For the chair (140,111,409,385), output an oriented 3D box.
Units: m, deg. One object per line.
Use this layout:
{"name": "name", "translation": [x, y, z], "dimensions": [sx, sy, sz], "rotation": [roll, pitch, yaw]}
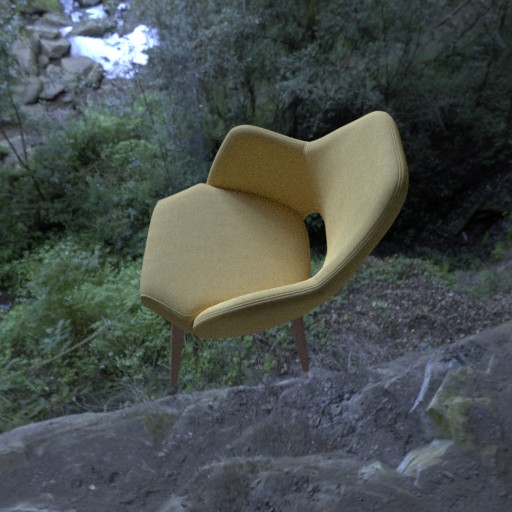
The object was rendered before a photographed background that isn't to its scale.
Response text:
{"name": "chair", "translation": [0.000, 0.000, 1.253], "dimensions": [0.610, 0.840, 0.590], "rotation": [0, 56, 0]}
